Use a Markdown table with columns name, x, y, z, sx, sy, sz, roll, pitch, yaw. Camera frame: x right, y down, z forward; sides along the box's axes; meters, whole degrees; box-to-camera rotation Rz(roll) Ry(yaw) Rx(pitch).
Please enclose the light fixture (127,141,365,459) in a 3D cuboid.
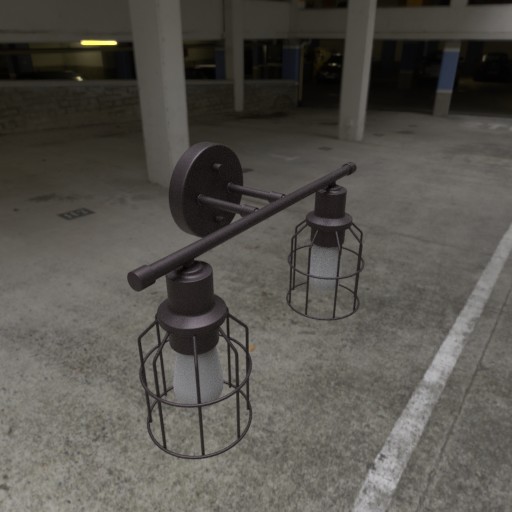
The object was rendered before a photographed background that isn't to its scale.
| name | x | y | z | sx | sy | sz | roll | pitch | yaw |
| --- | --- | --- | --- | --- | --- | --- | --- | --- | --- |
| light fixture | 0.000 | 0.000 | 0.540 | 0.165 | 0.254 | 0.406 | 18 | 32 | 31 |
